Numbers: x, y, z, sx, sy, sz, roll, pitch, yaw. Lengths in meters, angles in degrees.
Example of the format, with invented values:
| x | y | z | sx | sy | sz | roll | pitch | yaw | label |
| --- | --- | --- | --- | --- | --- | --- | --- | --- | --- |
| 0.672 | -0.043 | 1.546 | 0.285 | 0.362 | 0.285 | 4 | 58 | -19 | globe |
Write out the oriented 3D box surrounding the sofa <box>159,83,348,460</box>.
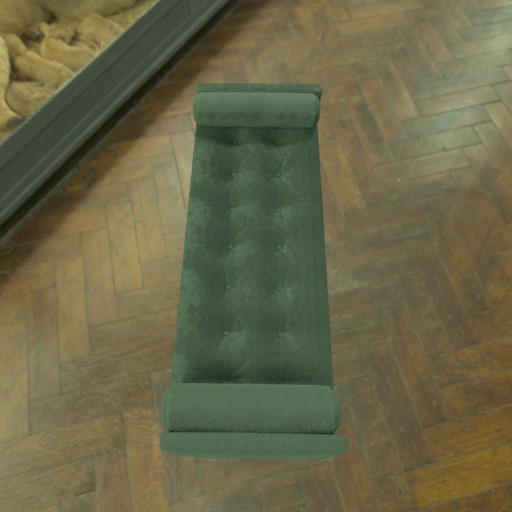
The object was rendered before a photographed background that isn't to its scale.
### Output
| x | y | z | sx | sy | sz | roll | pitch | yaw | label |
| --- | --- | --- | --- | --- | --- | --- | --- | --- | --- |
| 0.000 | 0.000 | 2.525 | 0.796 | 0.705 | 2.102 | 1 | 64 | 0 | sofa |
